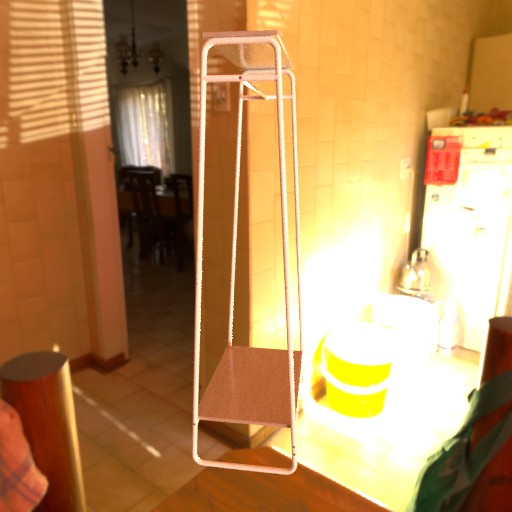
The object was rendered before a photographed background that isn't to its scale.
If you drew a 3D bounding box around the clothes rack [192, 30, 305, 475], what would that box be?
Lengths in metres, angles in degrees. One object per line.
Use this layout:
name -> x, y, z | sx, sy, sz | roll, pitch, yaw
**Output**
clothes rack -> 0.000, 0.000, 1.781 | 0.400, 1.512, 0.640 | 2, 15, 8
